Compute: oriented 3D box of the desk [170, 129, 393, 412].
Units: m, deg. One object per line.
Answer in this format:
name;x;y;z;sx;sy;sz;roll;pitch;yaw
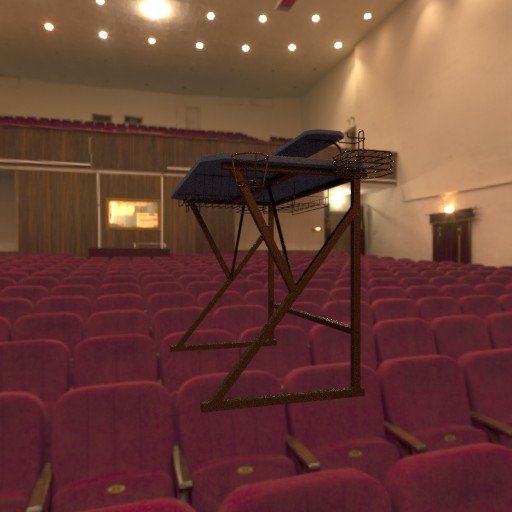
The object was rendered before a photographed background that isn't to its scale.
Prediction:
desk;0.000;0.000;1.791;0.594;0.909;1.295;0;0;-17
